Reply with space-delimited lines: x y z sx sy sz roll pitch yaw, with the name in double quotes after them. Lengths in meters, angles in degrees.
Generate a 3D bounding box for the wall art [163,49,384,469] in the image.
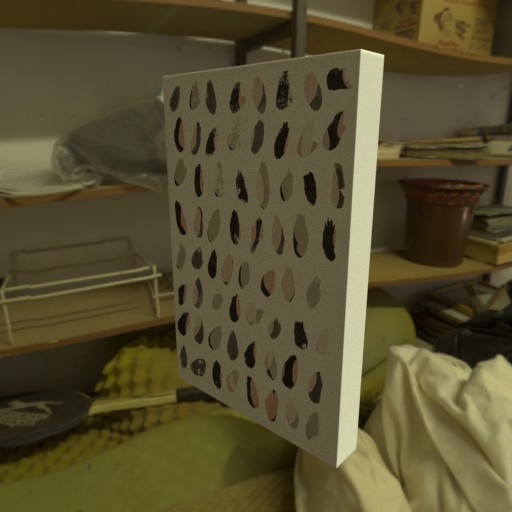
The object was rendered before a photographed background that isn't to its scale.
0.000 0.000 0.483 0.252 0.381 0.039 14 21 41 "wall art"
